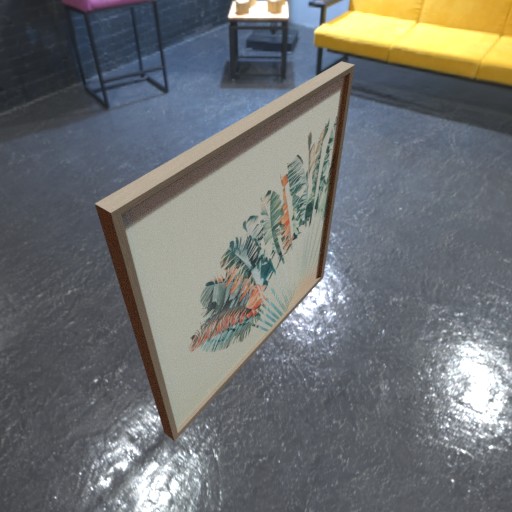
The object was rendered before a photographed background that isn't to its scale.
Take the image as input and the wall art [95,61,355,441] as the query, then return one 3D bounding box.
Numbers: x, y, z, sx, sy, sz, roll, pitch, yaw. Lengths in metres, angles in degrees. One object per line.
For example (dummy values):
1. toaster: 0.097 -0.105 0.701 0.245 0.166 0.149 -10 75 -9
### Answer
1. wall art: 0.000 0.000 1.148 0.038 0.758 0.761 27 49 26
